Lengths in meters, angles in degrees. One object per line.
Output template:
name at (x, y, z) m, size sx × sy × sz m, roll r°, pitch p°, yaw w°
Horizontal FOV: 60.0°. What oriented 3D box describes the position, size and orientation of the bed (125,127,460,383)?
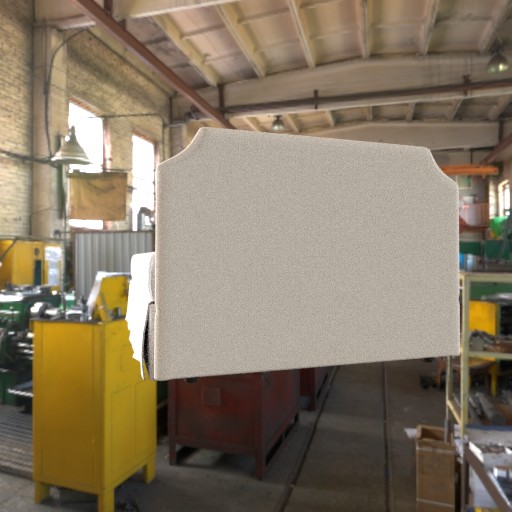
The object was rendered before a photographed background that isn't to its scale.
bed at (0.000, 0.000, 3.593) m, size 1.977 × 1.293 × 2.498 m, roll 0°, pitch 0°, yaw -18°
